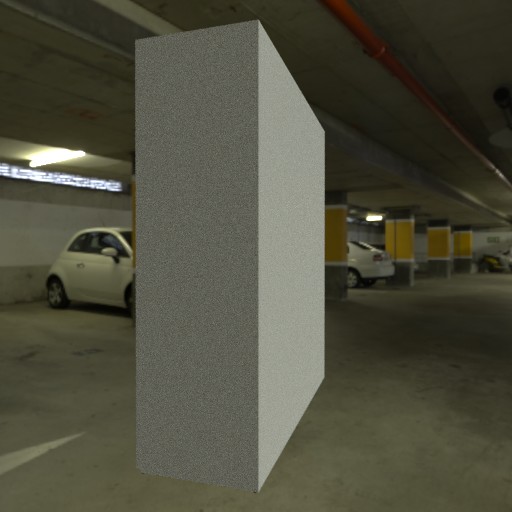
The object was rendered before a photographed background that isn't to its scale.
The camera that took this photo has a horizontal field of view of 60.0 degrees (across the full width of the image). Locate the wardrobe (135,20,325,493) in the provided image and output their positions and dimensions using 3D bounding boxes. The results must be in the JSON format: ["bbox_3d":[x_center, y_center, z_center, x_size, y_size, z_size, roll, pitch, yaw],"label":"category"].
[{"bbox_3d":[0.000,0.000,2.851,0.600,2.020,1.830,0,1,18],"label":"wardrobe"}]
